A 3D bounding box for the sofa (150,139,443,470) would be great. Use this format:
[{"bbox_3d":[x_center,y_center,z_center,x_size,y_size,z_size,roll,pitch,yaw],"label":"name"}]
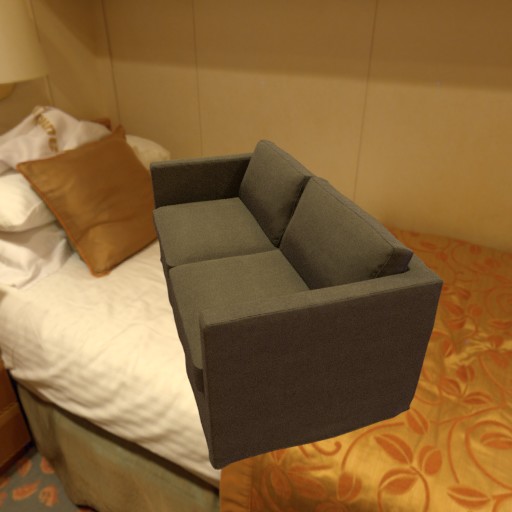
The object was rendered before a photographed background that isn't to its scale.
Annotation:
[{"bbox_3d":[0.000,0.000,2.428,0.974,0.854,1.802,-9,31,-15],"label":"sofa"}]
